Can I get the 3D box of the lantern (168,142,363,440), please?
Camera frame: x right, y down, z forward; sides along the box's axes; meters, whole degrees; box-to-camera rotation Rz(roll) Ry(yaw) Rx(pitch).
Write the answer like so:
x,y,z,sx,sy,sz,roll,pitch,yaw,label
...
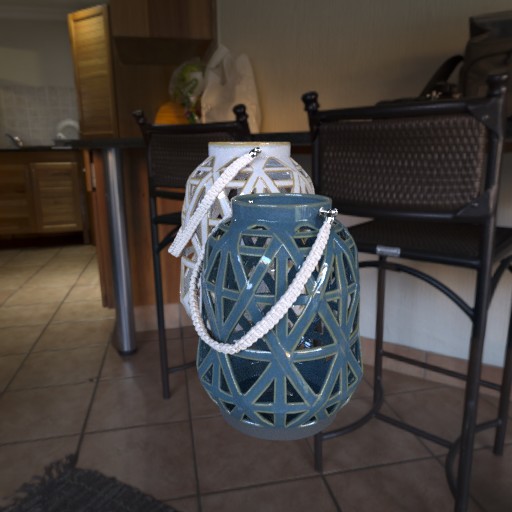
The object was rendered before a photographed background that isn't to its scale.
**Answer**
x,y,z,sx,sy,sz,roll,pitch,yaw,label
0.000,0.000,0.615,0.245,0.307,0.439,-2,14,-9,lantern
